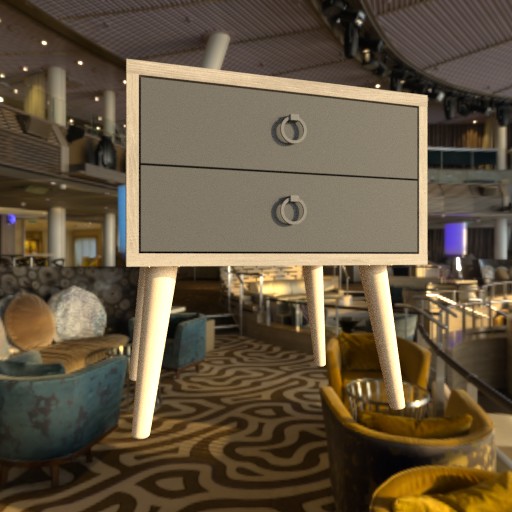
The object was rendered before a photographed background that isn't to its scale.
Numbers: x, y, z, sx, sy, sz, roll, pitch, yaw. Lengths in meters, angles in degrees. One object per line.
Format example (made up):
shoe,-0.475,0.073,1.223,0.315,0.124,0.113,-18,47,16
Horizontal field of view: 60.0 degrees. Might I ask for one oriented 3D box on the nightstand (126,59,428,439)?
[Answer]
nightstand,0.000,0.000,0.799,0.450,0.500,0.380,0,0,-17
